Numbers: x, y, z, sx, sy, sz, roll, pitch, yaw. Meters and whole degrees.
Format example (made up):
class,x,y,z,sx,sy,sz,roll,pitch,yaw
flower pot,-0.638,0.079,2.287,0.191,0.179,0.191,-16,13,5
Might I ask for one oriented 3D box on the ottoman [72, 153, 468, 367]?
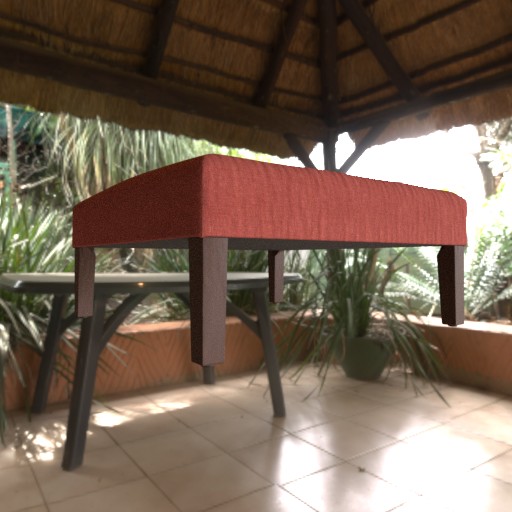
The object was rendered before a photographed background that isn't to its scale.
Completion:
class,x,y,z,sx,sy,sz,roll,pitch,yaw
ottoman,0.000,0.000,1.388,0.889,0.411,0.890,0,-1,-36
